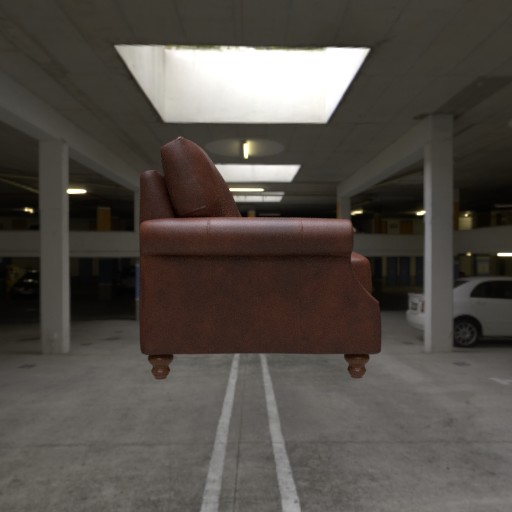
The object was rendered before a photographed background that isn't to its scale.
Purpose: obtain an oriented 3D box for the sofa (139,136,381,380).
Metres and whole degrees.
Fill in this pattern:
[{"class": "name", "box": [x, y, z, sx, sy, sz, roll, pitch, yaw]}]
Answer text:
[{"class": "sofa", "box": [0.000, 0.000, 2.814, 0.973, 0.977, 2.351, 0, 0, -1]}]
